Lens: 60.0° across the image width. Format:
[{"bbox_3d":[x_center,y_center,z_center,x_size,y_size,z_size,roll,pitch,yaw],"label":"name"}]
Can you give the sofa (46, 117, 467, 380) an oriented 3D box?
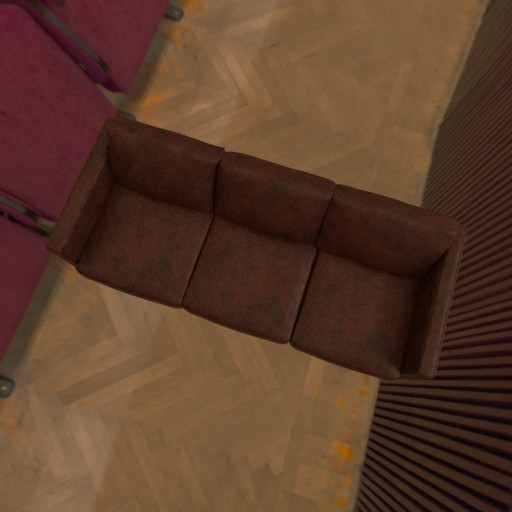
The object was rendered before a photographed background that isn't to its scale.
[{"bbox_3d":[0.000,0.000,3.029,2.464,1.006,1.045,18,75,5],"label":"sofa"}]
